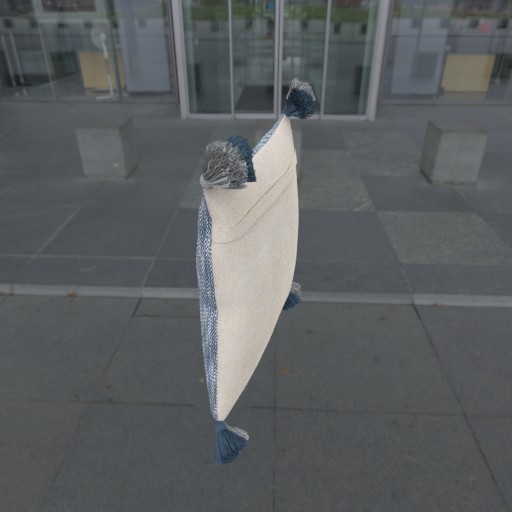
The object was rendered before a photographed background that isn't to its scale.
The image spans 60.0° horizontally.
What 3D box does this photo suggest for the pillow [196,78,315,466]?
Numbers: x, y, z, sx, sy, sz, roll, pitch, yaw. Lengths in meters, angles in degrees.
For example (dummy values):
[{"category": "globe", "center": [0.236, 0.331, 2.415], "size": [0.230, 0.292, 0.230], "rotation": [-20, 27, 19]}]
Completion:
[{"category": "pillow", "center": [0.000, 0.000, 0.924], "size": [0.138, 0.634, 0.614], "rotation": [9, 31, 15]}]
